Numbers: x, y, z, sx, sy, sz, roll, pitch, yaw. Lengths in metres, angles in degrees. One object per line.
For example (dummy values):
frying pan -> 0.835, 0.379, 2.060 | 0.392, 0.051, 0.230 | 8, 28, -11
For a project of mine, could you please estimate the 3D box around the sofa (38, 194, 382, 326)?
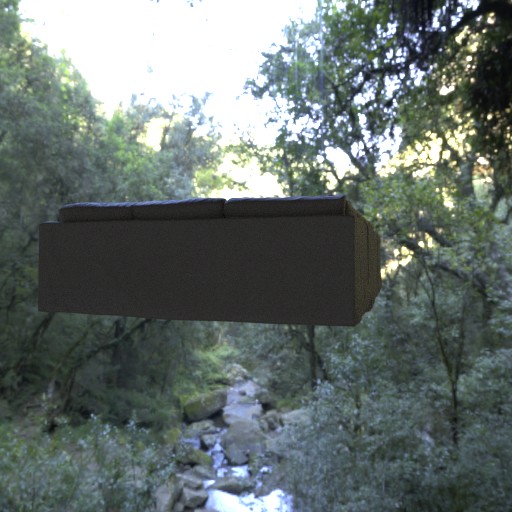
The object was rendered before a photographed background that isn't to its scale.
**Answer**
sofa -> 0.000, 0.000, 4.698 | 2.476, 0.878, 3.528 | 0, 0, 18
